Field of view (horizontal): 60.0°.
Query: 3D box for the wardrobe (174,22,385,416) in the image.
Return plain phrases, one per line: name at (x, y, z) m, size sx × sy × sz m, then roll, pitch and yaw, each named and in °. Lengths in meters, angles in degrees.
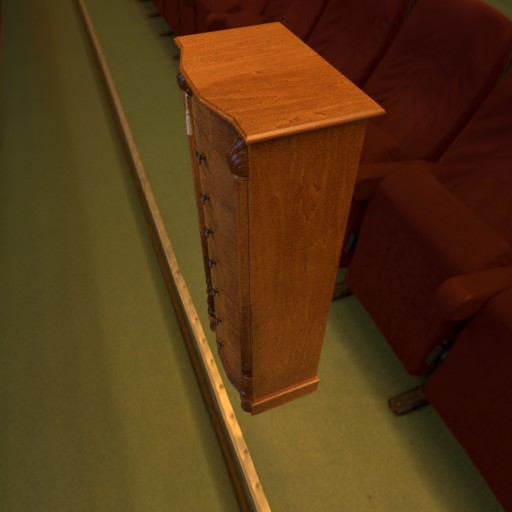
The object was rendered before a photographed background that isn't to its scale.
wardrobe at (0.000, 0.000, 1.131) m, size 0.273 × 0.959 × 0.406 m, roll -16°, pitch 49°, yaw -15°
